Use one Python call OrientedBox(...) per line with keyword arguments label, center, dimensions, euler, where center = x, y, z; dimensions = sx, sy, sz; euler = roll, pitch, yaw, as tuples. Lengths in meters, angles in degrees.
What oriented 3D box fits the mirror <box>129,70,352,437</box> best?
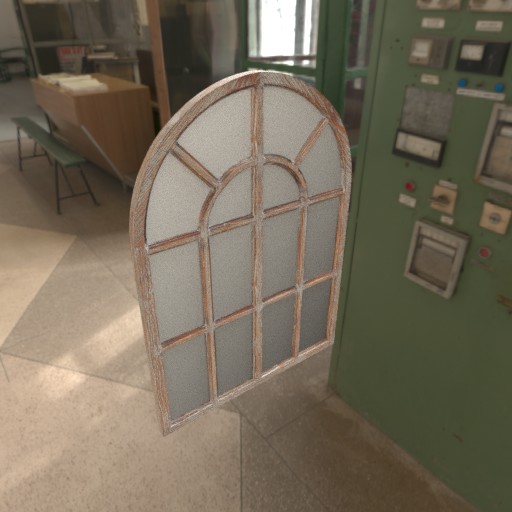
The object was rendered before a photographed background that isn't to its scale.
OrientedBox(label="mirror", center=(0.000, 0.000, 1.186), dimensions=(0.660, 0.920, 0.032), euler=(-20, 35, -31))
